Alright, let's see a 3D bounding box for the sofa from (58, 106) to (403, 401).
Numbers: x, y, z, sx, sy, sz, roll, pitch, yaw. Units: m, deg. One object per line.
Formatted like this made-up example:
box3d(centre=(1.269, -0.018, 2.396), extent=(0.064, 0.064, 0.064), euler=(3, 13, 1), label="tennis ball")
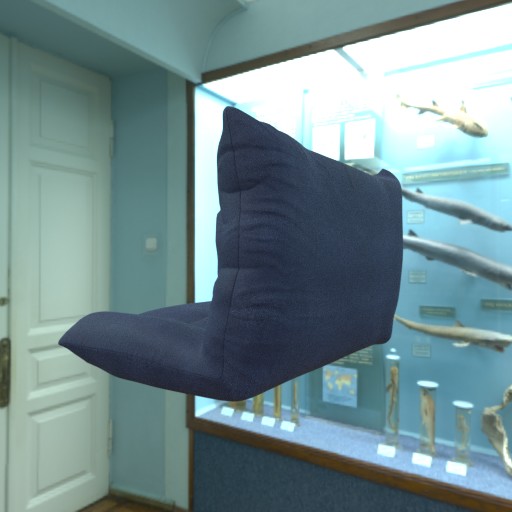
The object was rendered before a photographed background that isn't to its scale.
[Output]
box3d(centre=(0.000, 0.000, 1.693), extent=(0.849, 0.778, 1.122), euler=(0, 0, 35), label="sofa")
